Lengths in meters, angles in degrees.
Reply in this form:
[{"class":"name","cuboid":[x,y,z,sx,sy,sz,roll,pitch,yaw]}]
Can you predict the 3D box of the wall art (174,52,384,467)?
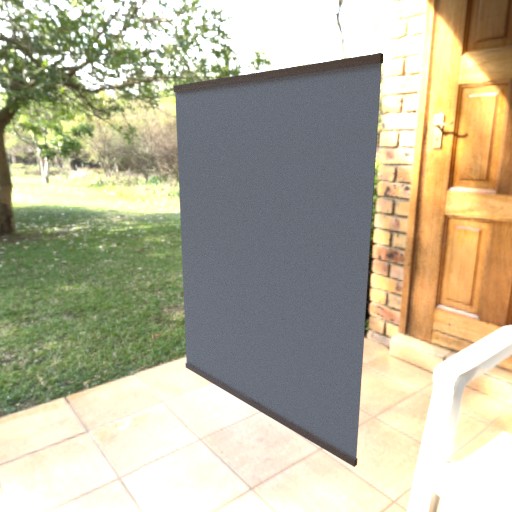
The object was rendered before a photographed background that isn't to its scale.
[{"class":"wall art","cuboid":[0.000,0.000,1.319,0.013,1.016,0.758,-13,19,-43]}]
